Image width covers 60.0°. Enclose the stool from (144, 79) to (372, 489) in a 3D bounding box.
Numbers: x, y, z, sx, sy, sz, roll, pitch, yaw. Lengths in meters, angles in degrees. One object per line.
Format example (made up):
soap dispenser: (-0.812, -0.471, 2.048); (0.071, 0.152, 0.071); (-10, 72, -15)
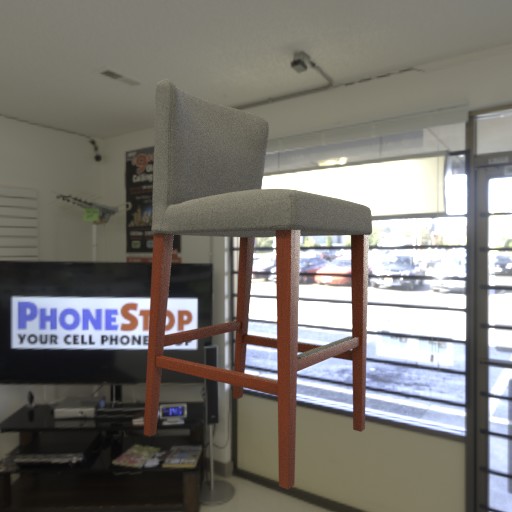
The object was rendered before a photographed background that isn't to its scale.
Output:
stool: (0.000, 0.000, 1.340); (0.568, 1.069, 0.481); (1, 1, 37)
